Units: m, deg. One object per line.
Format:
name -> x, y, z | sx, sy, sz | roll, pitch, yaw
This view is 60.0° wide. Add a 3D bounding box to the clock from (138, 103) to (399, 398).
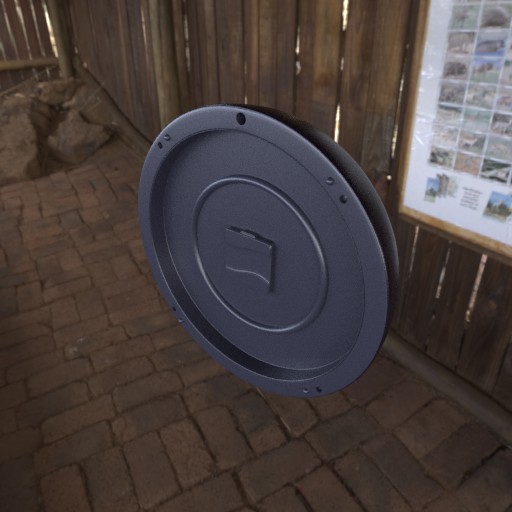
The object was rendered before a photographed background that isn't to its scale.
clock -> 0.000, 0.000, 0.448 | 0.300, 0.300, 0.060 | 20, 35, 32
